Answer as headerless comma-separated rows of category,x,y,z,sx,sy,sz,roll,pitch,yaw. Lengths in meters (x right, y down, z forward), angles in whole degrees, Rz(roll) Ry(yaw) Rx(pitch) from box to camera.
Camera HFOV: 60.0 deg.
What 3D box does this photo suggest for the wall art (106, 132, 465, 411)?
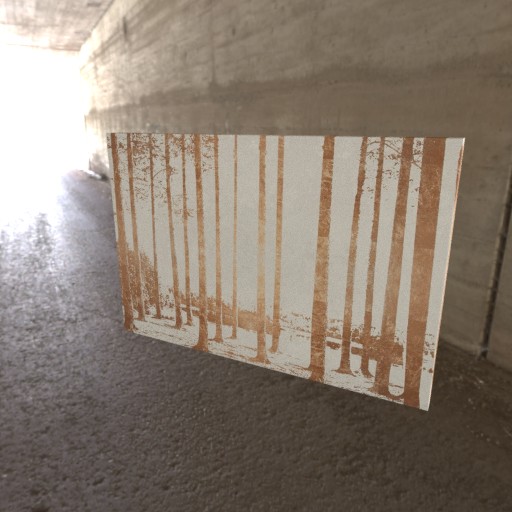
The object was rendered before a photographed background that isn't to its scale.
wall art,0.000,0.000,0.769,0.609,0.405,0.035,8,19,26
